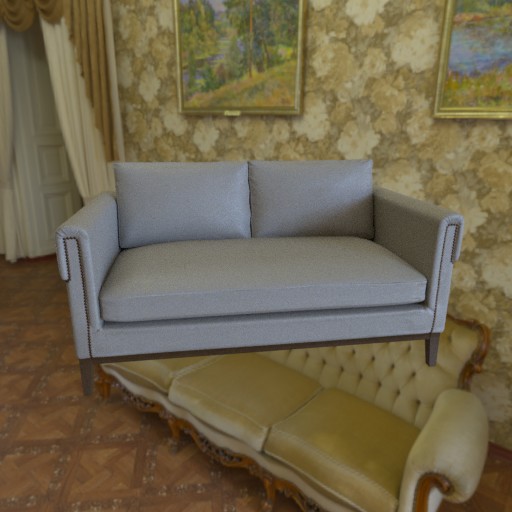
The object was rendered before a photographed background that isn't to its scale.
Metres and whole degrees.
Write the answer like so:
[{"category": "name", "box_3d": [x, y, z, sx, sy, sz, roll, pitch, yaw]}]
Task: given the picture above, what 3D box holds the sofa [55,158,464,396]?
[{"category": "sofa", "box_3d": [0.000, 0.000, 2.149, 1.598, 0.873, 0.899, -2, 17, -8]}]
